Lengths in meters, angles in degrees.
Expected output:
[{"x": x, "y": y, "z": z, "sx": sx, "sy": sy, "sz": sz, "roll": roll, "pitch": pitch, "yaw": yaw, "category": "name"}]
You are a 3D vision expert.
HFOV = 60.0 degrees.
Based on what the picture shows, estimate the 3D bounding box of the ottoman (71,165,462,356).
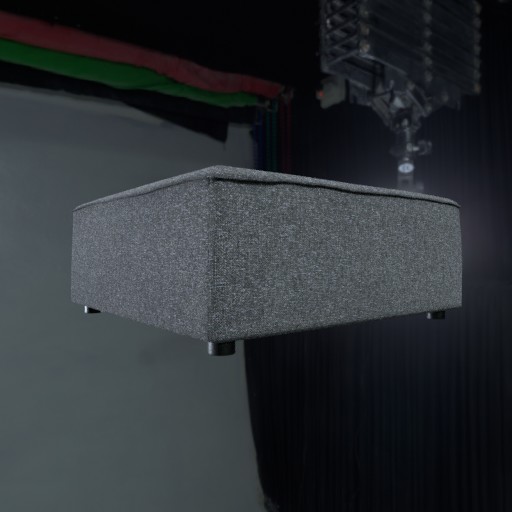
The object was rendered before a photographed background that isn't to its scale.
[{"x": 0.000, "y": 0.000, "z": 1.578, "sx": 1.017, "sy": 0.423, "sz": 1.021, "roll": 0, "pitch": 0, "yaw": -37, "category": "ottoman"}]
